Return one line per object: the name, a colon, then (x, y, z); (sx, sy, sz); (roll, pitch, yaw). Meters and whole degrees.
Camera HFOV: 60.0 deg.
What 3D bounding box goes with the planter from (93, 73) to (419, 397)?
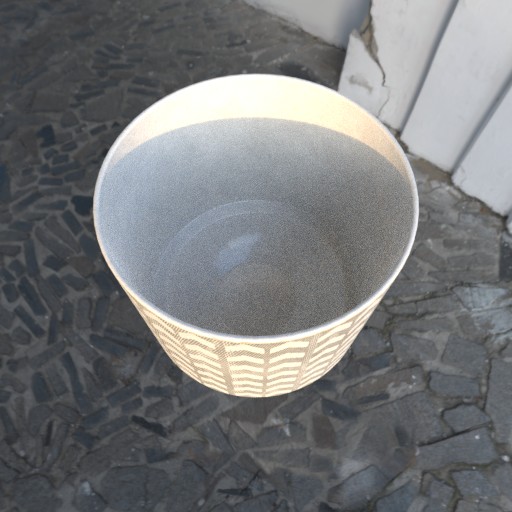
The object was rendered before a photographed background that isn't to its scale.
planter: (0.000, 0.000, 0.341); (0.190, 0.181, 0.190); (0, 63, 0)
